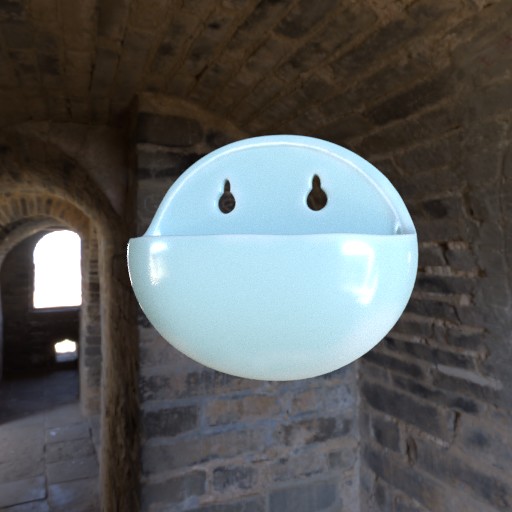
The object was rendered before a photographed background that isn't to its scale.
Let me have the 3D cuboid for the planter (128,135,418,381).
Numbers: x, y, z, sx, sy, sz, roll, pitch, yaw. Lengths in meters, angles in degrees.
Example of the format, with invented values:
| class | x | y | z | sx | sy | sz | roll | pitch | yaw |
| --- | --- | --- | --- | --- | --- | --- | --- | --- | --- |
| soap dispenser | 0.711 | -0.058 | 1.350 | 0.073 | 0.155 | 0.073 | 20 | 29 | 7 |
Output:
| class | x | y | z | sx | sy | sz | roll | pitch | yaw |
| --- | --- | --- | --- | --- | --- | --- | --- | --- | --- |
| planter | 0.000 | 0.000 | 0.271 | 0.189 | 0.164 | 0.073 | 0 | 0 | 18 |
